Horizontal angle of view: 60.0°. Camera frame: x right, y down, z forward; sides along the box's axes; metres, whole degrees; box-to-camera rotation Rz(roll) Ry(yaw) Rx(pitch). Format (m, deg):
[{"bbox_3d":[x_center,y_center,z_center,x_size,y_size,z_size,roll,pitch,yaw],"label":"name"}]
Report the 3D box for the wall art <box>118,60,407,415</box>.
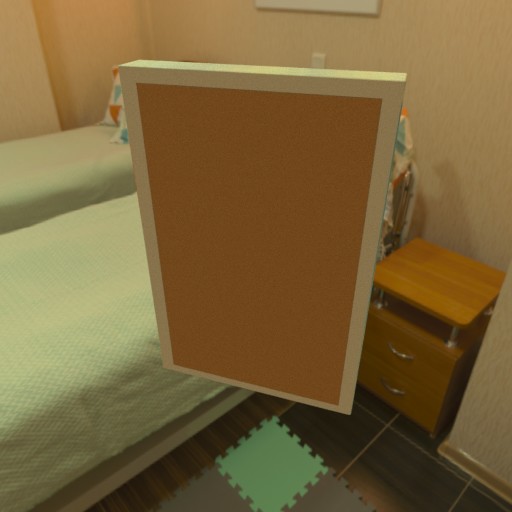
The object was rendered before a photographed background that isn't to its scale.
[{"bbox_3d":[0.000,0.000,0.482,0.251,0.380,0.039,10,33,15],"label":"wall art"}]
